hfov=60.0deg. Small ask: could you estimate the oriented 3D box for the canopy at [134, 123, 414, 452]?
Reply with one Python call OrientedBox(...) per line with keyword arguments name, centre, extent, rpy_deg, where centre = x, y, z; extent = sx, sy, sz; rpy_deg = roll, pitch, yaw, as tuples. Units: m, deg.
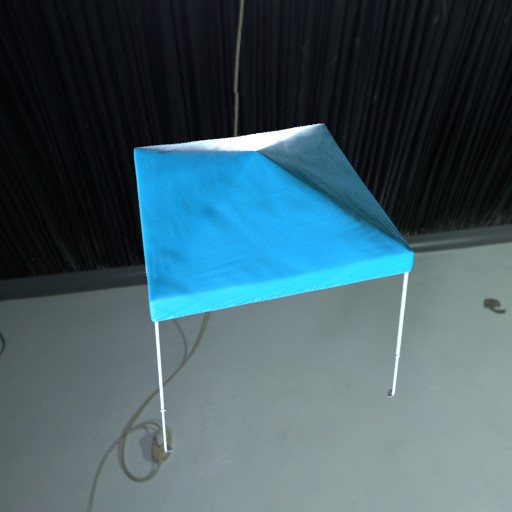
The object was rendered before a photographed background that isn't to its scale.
OrientedBox(name="canopy", centre=(0.000, 0.000, 5.215), extent=(2.848, 2.849, 2.849), rpy_deg=(-10, 47, -10))
